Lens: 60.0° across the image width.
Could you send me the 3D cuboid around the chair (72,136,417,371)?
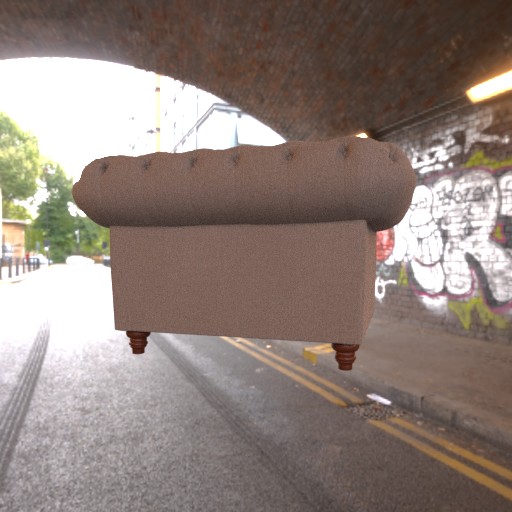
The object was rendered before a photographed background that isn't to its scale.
[{"bbox_3d":[0.000,0.000,1.895,1.270,0.770,0.976,0,0,18],"label":"chair"}]
